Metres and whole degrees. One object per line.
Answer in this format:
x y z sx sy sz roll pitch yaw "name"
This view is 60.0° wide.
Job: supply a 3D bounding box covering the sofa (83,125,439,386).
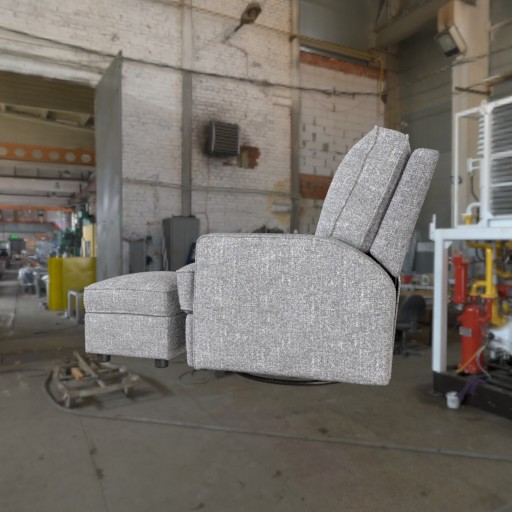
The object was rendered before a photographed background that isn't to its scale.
0.000 0.000 2.010 1.472 0.959 0.861 0 2 17 "sofa"
